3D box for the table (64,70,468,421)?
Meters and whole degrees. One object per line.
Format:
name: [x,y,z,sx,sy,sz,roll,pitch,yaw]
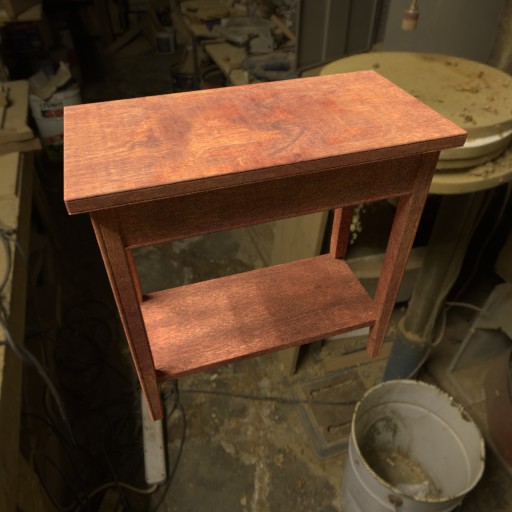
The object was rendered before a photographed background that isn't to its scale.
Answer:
table: [0.000,0.000,0.940,0.610,0.610,0.305,-12,43,-13]
